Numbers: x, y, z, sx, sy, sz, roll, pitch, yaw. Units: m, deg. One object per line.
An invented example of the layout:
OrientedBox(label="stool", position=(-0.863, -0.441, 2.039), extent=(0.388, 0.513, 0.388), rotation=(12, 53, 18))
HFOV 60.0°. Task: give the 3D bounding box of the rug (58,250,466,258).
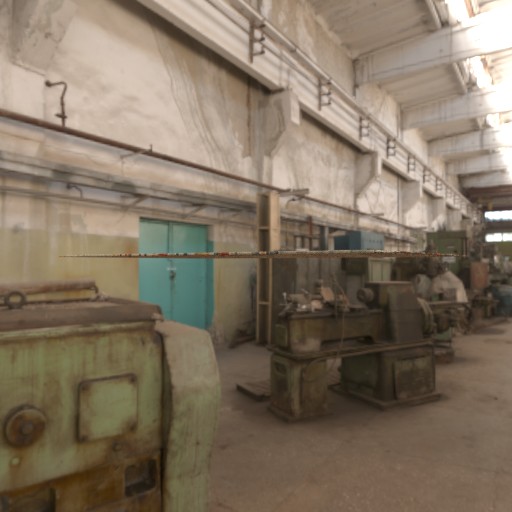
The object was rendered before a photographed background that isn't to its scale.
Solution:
OrientedBox(label="rug", position=(0.000, 0.000, 2.513), extent=(1.997, 0.010, 1.218), rotation=(-1, -1, 35))
